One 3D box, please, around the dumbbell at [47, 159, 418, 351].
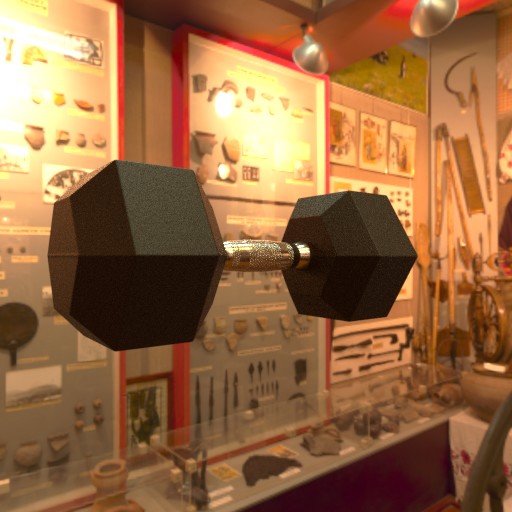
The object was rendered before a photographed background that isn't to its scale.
[{"bbox_3d":[0.000,0.000,0.437,0.361,0.137,0.157,0,0,-36],"label":"dumbbell"}]
